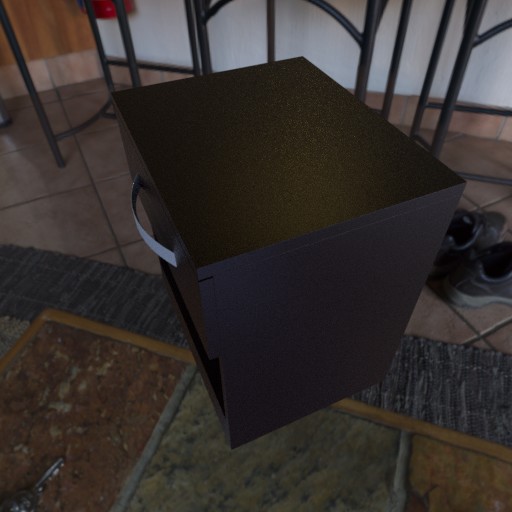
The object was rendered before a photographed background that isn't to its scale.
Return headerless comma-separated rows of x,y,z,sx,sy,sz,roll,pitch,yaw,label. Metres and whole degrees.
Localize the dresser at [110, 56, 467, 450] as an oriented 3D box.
0.000,0.000,0.760,0.360,0.470,0.400,-18,49,-17,dresser
